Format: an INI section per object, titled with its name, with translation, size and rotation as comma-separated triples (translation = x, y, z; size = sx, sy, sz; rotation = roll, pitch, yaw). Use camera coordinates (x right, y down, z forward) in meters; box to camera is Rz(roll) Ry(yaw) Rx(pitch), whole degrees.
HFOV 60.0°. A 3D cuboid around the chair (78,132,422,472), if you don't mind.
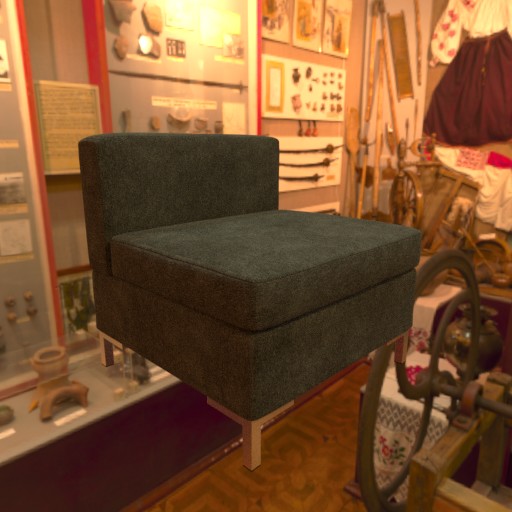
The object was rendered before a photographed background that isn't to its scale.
[chair]
translation = 0.000, 0.000, 1.223
size = 0.680, 0.660, 0.680
rotation = 14, 20, 43
